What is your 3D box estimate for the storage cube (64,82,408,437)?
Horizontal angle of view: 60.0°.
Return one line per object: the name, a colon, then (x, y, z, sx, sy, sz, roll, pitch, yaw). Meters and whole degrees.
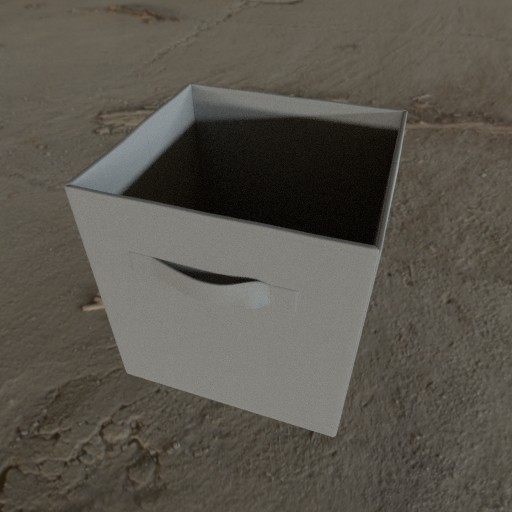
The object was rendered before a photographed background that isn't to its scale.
storage cube: (0.000, 0.000, 0.517, 0.270, 0.280, 0.270, 12, 43, 14)
